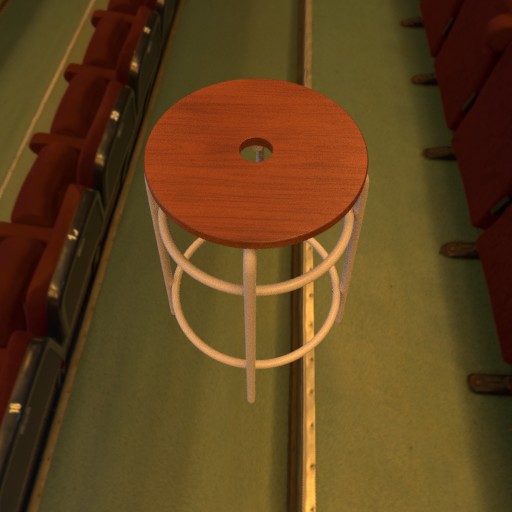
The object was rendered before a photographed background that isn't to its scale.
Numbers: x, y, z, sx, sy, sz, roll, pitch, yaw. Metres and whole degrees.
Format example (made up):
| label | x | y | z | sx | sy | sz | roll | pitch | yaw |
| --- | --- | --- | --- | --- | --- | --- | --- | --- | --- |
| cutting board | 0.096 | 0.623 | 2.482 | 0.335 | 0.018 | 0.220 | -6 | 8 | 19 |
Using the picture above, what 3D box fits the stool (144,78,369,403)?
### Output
| label | x | y | z | sx | sy | sz | roll | pitch | yaw |
| --- | --- | --- | --- | --- | --- | --- | --- | --- | --- |
| stool | 0.000 | 0.000 | 0.923 | 0.455 | 0.610 | 0.455 | 3 | 58 | 2 |
